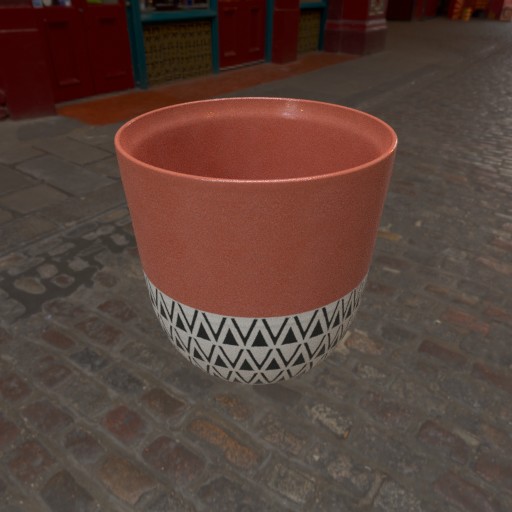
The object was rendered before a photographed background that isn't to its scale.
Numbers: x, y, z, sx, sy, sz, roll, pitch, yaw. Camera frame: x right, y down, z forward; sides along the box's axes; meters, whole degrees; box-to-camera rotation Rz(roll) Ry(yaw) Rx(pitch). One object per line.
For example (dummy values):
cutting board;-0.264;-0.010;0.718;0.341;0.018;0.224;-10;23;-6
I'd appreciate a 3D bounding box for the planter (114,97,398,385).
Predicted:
planter;0.000;0.000;0.371;0.195;0.214;0.195;0;32;0
